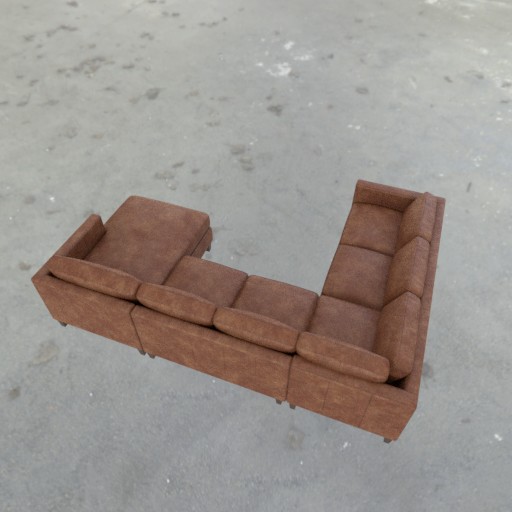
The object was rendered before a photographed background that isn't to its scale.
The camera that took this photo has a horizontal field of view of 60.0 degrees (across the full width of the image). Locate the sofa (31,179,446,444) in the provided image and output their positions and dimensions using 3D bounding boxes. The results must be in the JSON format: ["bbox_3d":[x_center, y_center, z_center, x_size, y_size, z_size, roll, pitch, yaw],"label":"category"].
[{"bbox_3d":[0.000,0.000,4.474,3.324,0.888,2.452,16,49,14],"label":"sofa"}]
